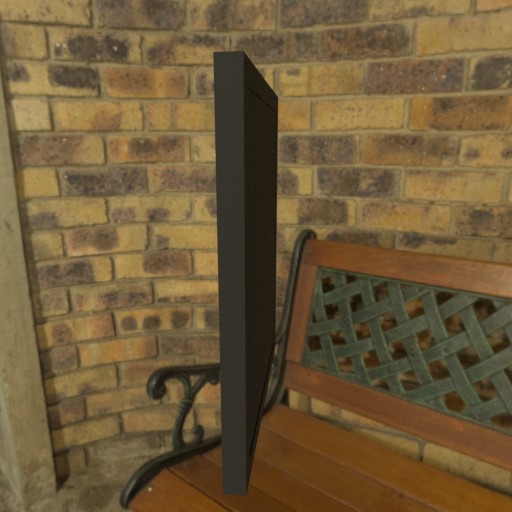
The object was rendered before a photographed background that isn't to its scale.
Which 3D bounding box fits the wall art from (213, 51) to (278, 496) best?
[{"bbox_3d":[0.000,0.000,0.756,0.033,0.559,0.457,2,14,7],"label":"wall art"}]
